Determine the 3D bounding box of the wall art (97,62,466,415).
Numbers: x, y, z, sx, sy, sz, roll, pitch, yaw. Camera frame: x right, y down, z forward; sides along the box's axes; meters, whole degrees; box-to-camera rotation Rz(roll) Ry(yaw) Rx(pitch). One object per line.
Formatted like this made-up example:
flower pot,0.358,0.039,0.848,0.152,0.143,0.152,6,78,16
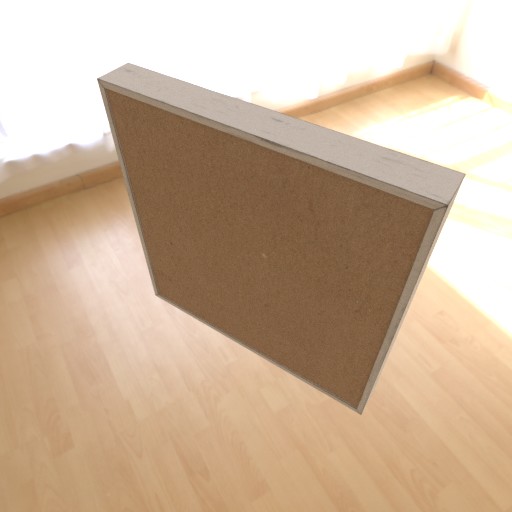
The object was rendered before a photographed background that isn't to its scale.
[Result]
wall art,0.000,0.000,0.449,0.305,0.305,0.038,26,52,22
